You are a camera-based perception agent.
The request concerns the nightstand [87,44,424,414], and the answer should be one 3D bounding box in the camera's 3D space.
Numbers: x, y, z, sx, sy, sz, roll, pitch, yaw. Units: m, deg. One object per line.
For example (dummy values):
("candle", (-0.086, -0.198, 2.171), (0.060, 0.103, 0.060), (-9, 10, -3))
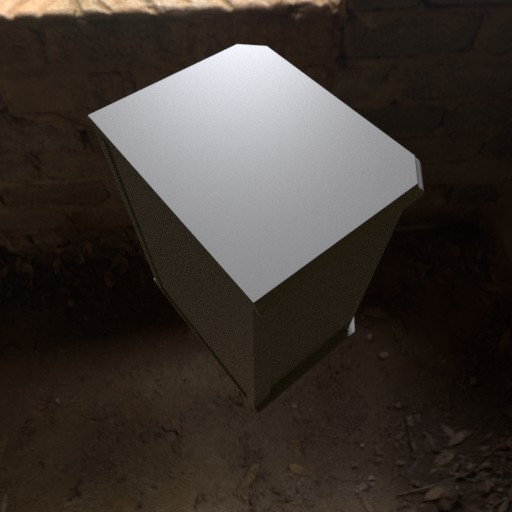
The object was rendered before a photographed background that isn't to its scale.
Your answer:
("nightstand", (0.000, 0.000, 0.971), (0.350, 0.680, 0.450), (-34, 64, -19))
